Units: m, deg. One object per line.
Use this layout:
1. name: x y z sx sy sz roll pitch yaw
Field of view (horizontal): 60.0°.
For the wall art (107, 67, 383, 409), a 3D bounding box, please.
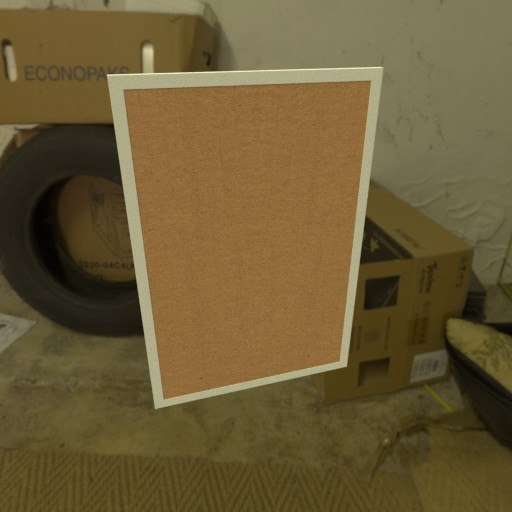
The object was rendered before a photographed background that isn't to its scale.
1. wall art: 0.000 0.000 1.248 0.660 0.965 0.015 -8 29 -15
